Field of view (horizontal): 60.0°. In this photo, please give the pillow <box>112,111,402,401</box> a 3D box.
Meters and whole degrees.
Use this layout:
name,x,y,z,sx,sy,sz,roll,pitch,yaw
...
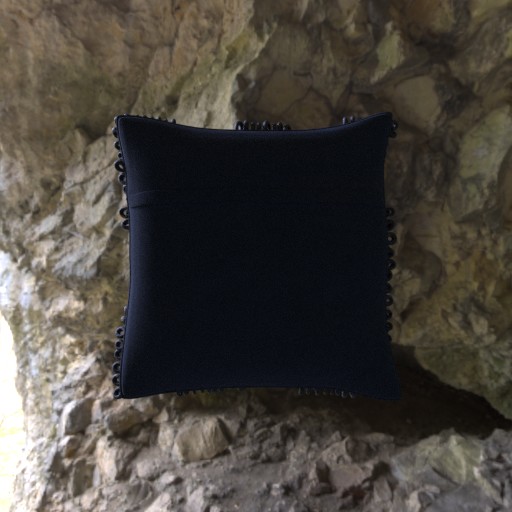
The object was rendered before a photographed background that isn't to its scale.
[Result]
name,x,y,z,sx,sy,sz,roll,pitch,yaw
pillow,0.000,0.000,0.723,0.469,0.466,0.172,0,0,-1
